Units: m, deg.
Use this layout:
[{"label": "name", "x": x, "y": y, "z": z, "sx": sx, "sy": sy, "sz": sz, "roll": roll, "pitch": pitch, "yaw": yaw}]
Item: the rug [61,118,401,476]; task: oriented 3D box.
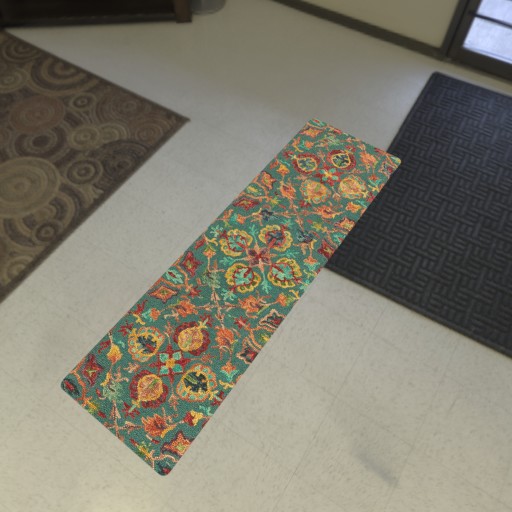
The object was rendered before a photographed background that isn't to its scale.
[{"label": "rug", "x": 0.000, "y": 0.000, "z": 2.496, "sx": 0.686, "sy": 0.013, "sz": 2.286, "roll": 32, "pitch": 64, "yaw": 18}]
